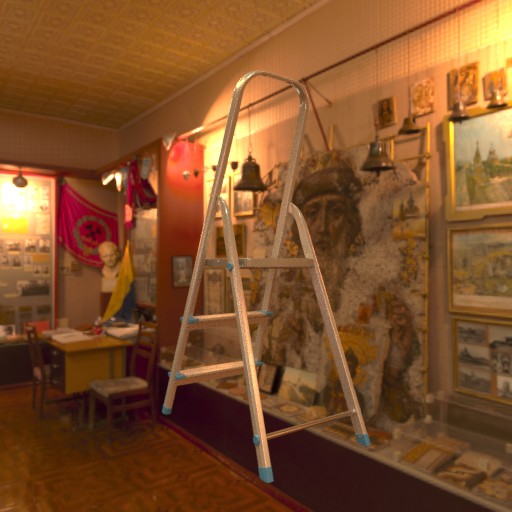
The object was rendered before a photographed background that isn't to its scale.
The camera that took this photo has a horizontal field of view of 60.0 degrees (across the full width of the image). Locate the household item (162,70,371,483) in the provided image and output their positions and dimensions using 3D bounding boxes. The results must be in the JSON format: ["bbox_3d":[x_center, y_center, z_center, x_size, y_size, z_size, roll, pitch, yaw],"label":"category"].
[{"bbox_3d":[0.000,0.000,1.580,0.420,1.215,0.687,0,-1,-36],"label":"household item"}]
